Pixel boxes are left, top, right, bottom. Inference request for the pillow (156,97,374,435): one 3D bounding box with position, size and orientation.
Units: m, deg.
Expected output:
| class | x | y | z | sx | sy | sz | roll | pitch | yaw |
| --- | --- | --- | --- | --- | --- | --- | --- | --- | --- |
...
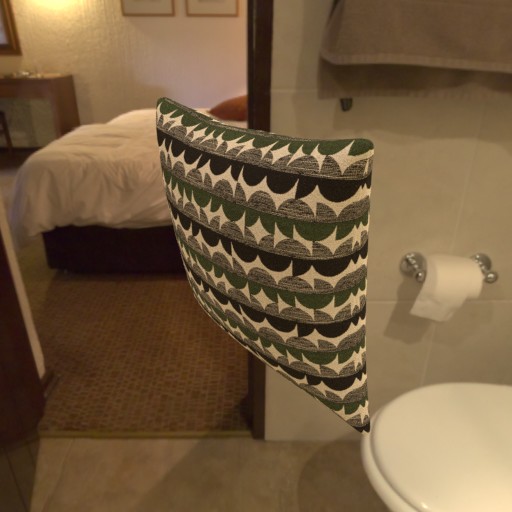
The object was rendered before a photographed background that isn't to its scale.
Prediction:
| class | x | y | z | sx | sy | sz | roll | pitch | yaw |
| --- | --- | --- | --- | --- | --- | --- | --- | --- | --- |
| pillow | 0.000 | 0.000 | 0.643 | 0.180 | 0.404 | 0.419 | -19 | 32 | -33 |
